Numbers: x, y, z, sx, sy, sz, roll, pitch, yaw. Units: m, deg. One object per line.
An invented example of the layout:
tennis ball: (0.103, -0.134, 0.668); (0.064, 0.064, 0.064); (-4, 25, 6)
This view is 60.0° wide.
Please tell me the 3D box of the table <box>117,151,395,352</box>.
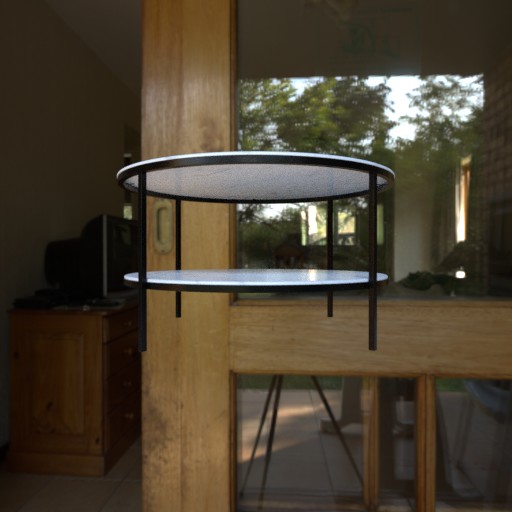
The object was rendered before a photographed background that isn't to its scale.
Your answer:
table: (0.000, 0.000, 1.338); (0.800, 0.450, 0.800); (0, 0, 0)
